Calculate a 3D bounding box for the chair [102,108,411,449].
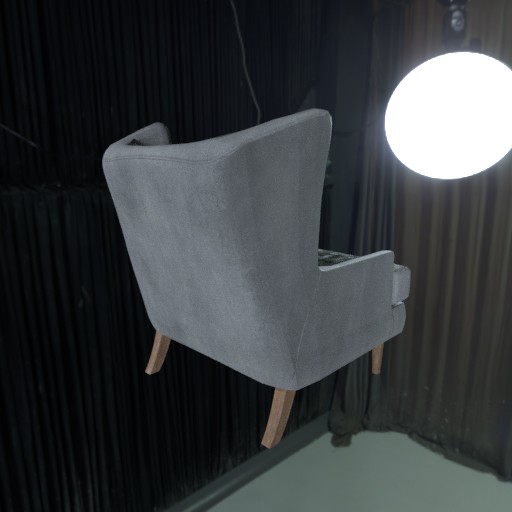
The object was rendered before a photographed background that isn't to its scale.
[{"bbox_3d":[0.000,0.000,1.606,0.784,0.950,0.906,12,18,43],"label":"chair"}]
